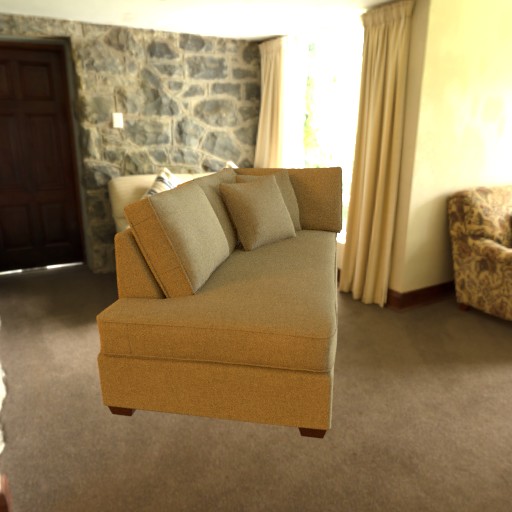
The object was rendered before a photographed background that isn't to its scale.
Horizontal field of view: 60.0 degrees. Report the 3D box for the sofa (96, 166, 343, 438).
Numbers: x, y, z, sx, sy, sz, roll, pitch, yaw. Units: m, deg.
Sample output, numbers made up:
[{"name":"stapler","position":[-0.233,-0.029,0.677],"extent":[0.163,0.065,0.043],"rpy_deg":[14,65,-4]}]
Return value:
[{"name":"sofa","position":[0.000,0.000,2.893],"extent":[1.110,1.019,2.238],"rpy_deg":[3,16,10]}]
